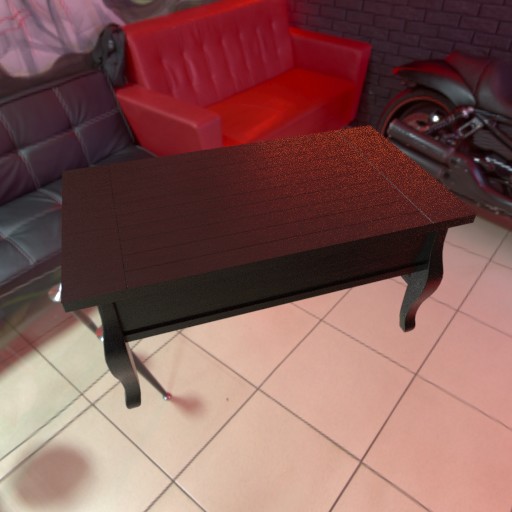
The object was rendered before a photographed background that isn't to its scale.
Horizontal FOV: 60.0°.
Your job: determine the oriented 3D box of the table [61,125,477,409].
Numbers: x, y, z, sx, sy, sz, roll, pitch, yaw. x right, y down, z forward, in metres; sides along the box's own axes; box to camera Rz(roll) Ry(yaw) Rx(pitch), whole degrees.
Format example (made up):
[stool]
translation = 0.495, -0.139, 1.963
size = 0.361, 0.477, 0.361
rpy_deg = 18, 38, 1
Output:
[table]
translation = 0.000, 0.000, 1.438
size = 1.062, 0.494, 0.600
rpy_deg = -12, 42, -14
